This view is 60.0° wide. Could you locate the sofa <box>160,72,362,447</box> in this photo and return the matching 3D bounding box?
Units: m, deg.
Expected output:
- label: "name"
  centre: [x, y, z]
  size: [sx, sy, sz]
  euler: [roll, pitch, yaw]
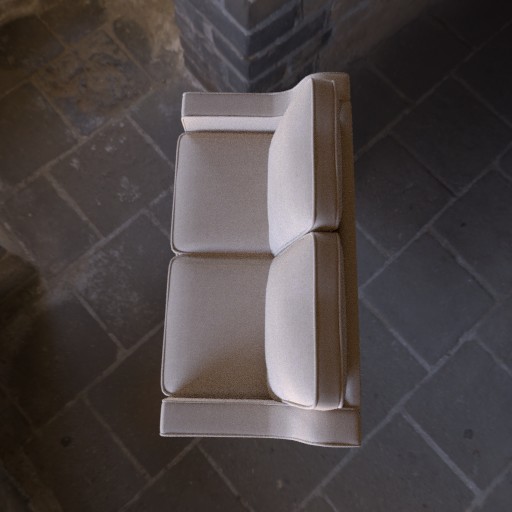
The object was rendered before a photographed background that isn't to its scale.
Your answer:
- label: "sofa"
  centre: [0.000, 0.000, 3.440]
  size: [1.351, 1.562, 2.587]
  euler: [1, 76, 0]
